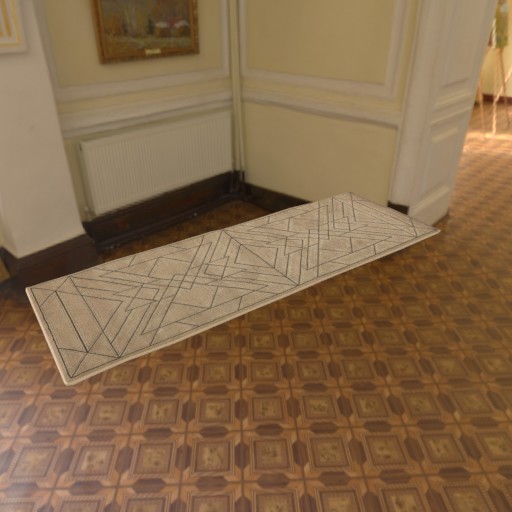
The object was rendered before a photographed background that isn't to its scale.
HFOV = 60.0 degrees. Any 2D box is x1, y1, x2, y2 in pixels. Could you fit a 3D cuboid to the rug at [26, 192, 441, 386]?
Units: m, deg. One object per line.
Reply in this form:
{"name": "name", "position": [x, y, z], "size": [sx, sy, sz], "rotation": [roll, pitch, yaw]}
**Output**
{"name": "rug", "position": [0.000, 0.000, 2.615], "size": [2.381, 0.036, 0.831], "rotation": [-19, 35, -29]}
